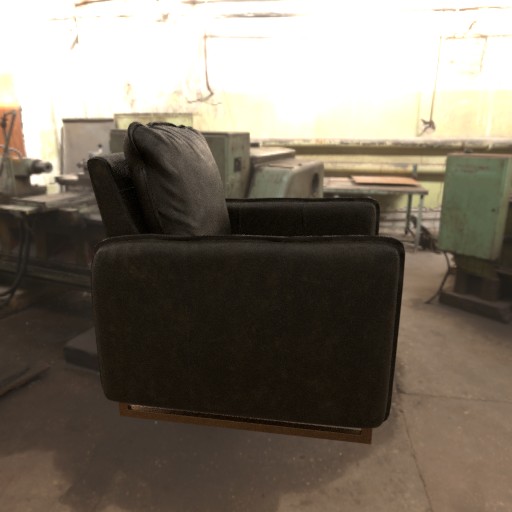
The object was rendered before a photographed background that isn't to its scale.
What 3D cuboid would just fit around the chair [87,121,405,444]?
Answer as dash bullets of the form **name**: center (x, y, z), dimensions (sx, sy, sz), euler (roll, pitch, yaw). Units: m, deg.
- **chair**: center (0.000, 0.000, 1.587), dimensions (0.921, 0.921, 0.830), euler (3, 16, 9)
